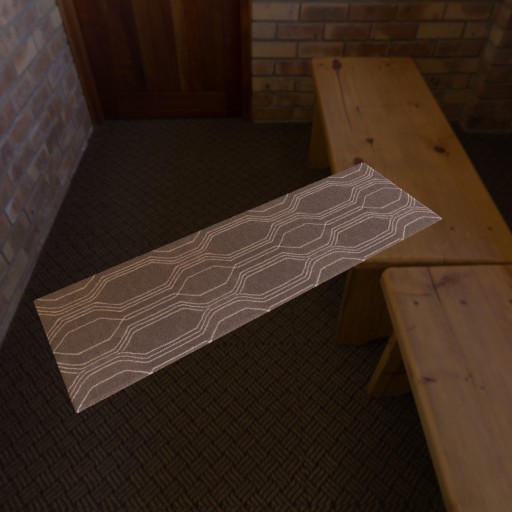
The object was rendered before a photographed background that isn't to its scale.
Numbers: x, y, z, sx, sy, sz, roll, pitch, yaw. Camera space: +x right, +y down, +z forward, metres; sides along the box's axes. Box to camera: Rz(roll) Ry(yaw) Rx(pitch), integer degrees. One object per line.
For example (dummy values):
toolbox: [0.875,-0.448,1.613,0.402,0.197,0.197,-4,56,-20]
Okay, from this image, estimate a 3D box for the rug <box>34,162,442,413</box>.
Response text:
rug: [0.000,0.000,2.717,2.464,0.012,0.773,-25,51,-22]
